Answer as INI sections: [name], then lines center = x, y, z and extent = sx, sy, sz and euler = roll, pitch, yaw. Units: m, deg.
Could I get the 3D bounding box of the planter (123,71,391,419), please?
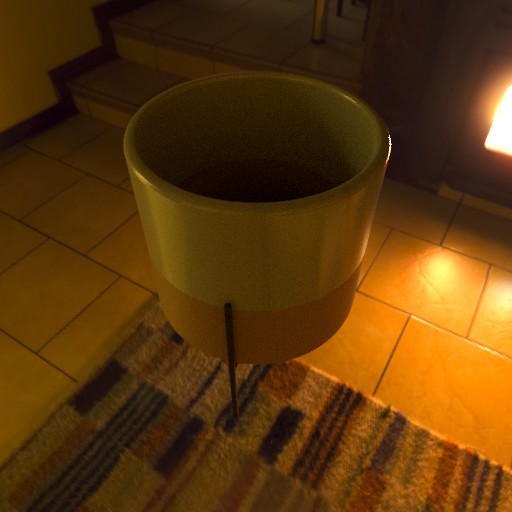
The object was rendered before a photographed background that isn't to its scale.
[planter]
center = 0.000, 0.000, 0.747
extent = 0.348, 0.480, 0.360
euler = 9, 47, 8
